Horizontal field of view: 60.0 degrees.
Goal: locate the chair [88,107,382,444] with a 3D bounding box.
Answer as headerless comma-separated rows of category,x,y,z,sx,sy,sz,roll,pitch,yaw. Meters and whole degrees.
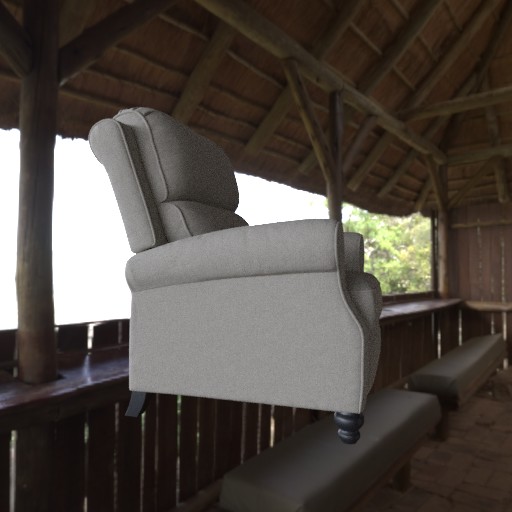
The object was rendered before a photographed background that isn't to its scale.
chair,0.000,0.000,1.691,0.919,1.046,0.859,0,0,18
